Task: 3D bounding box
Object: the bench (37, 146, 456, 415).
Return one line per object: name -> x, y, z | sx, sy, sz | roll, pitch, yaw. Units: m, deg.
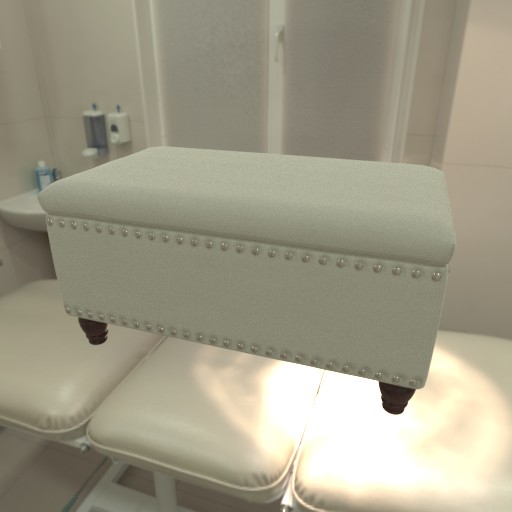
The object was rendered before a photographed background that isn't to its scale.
bench -> 0.000, 0.000, 1.167 | 0.887, 0.449, 0.500 | 8, 26, 17
